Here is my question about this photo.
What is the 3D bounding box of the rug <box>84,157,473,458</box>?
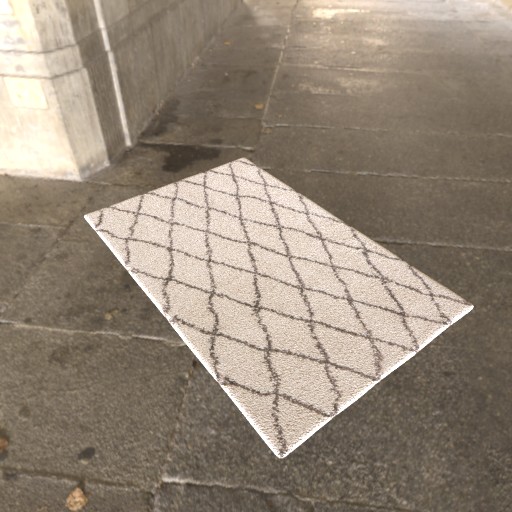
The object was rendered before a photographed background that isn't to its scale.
[{"bbox_3d":[0.000,0.000,3.538,1.778,0.030,2.743,-26,47,-27],"label":"rug"}]
